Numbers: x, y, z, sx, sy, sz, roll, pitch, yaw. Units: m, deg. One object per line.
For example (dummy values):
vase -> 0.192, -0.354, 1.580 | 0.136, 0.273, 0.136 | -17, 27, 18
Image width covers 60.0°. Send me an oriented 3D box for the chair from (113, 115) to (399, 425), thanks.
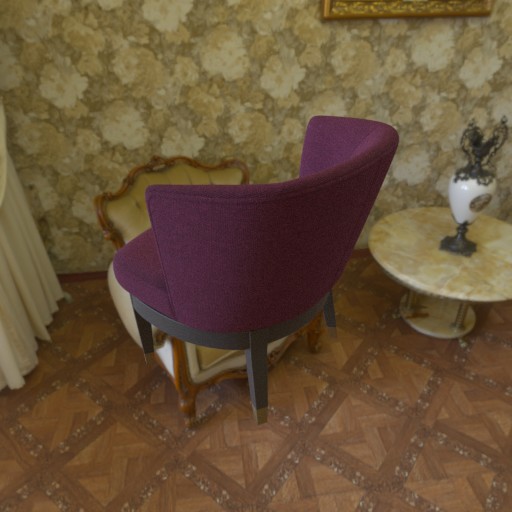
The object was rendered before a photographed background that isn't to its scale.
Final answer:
chair -> 0.000, 0.000, 1.306 | 0.660, 0.760, 0.700 | 21, 38, 30
